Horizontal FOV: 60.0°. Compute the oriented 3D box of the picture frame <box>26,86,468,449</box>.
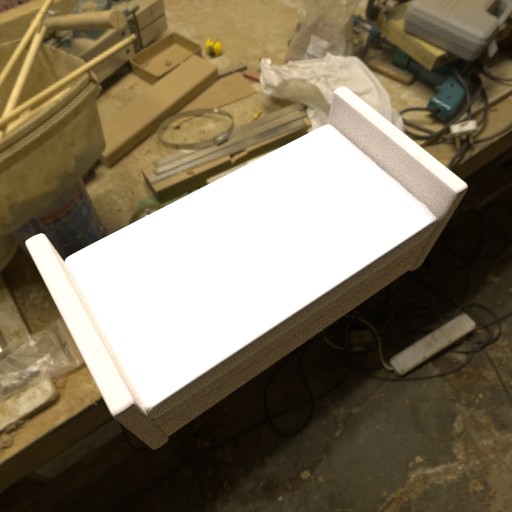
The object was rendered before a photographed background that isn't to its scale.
[{"bbox_3d":[0.000,0.000,2.732,2.161,0.891,1.069,-31,63,-18],"label":"picture frame"}]
